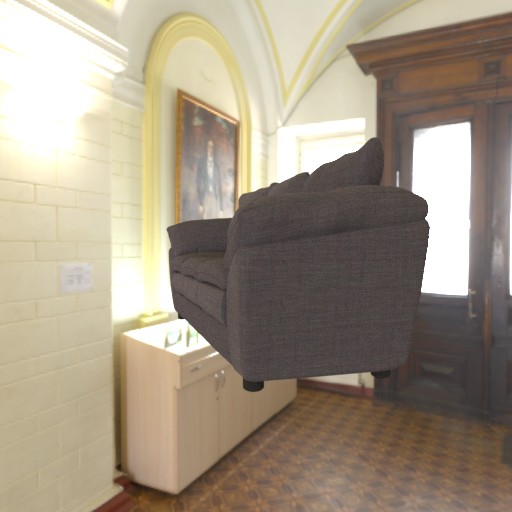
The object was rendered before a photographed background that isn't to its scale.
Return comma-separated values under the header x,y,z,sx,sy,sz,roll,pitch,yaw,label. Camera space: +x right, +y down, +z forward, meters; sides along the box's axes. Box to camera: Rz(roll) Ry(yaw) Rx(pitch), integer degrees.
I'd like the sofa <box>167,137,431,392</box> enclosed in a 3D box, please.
x,y,z,sx,sy,sz,roll,pitch,yaw,label
0.000,0.000,2.843,0.883,1.080,2.336,0,1,-18,sofa
